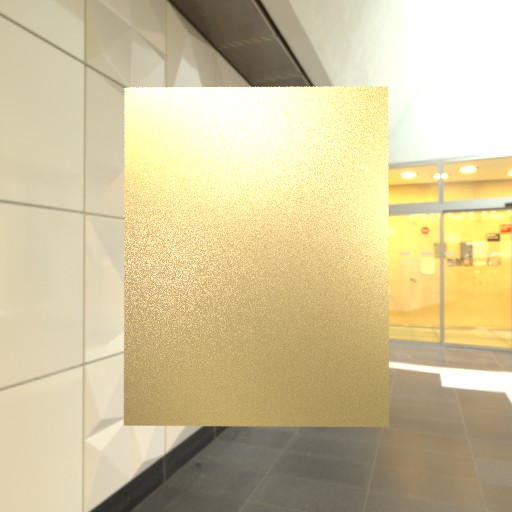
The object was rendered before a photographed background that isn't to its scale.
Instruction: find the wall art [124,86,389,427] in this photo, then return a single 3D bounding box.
[{"bbox_3d":[0.000,0.000,0.757,0.444,0.569,0.025,0,-1,1],"label":"wall art"}]
